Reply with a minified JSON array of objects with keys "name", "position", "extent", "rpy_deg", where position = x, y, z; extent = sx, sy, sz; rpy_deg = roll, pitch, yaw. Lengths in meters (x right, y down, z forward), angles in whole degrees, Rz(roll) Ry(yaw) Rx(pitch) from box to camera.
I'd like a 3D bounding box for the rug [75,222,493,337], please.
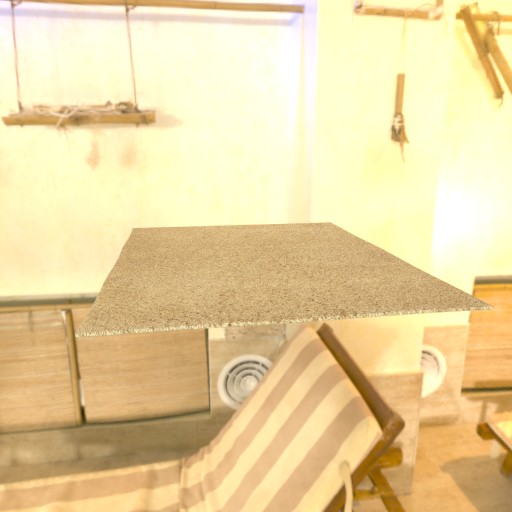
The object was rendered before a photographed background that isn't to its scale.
[{"name":"rug","position":[0.000,0.000,3.914],"extent":[2.400,0.025,3.000],"rpy_deg":[-2,14,-9]}]
